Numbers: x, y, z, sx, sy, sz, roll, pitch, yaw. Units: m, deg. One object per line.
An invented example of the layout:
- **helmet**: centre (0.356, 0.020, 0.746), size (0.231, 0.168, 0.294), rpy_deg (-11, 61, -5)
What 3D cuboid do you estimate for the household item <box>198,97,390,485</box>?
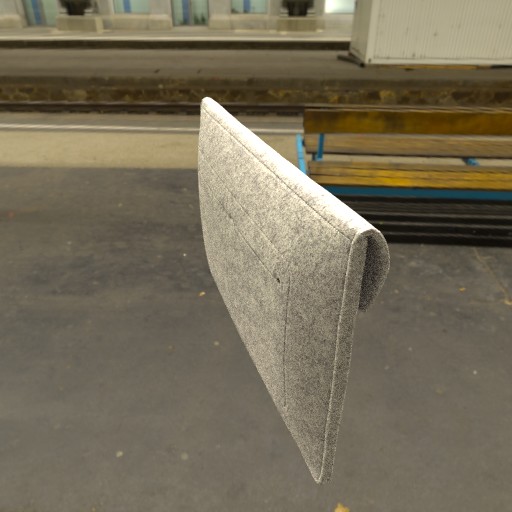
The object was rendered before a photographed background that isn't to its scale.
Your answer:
- **household item**: centre (0.000, 0.000, 0.413), size (0.057, 0.221, 0.335), rpy_deg (-10, 33, -17)
